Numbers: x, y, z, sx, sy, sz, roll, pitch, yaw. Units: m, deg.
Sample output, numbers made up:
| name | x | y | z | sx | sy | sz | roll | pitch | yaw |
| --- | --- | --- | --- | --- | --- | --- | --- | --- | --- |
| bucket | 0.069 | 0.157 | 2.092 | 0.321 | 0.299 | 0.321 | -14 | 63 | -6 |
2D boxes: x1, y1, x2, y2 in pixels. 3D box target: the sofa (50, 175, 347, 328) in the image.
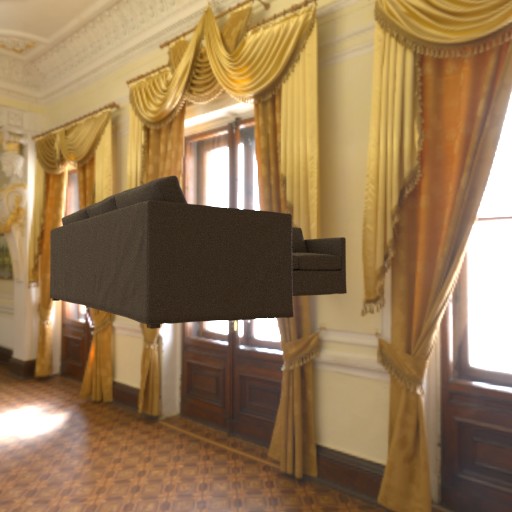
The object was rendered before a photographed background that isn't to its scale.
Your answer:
| name | x | y | z | sx | sy | sz | roll | pitch | yaw |
| --- | --- | --- | --- | --- | --- | --- | --- | --- | --- |
| sofa | 0.000 | 0.000 | 4.237 | 3.182 | 0.871 | 2.432 | 1 | -2 | -36 |
